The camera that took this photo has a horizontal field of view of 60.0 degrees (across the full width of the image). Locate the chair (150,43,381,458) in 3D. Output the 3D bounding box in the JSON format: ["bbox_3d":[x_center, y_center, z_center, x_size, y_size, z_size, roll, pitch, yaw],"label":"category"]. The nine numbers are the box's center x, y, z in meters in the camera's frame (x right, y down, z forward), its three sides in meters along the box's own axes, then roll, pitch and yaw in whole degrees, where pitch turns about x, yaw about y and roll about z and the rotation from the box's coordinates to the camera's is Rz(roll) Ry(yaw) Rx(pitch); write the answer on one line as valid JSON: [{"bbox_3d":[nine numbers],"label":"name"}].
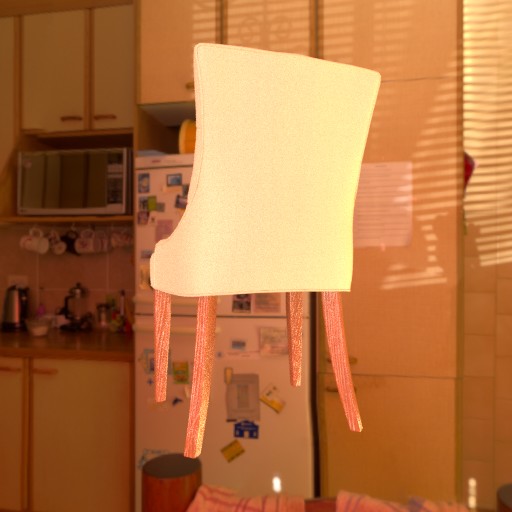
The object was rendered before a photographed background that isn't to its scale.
[{"bbox_3d":[0.000,0.000,1.197,0.509,0.874,0.565,0,0,-20],"label":"chair"}]
